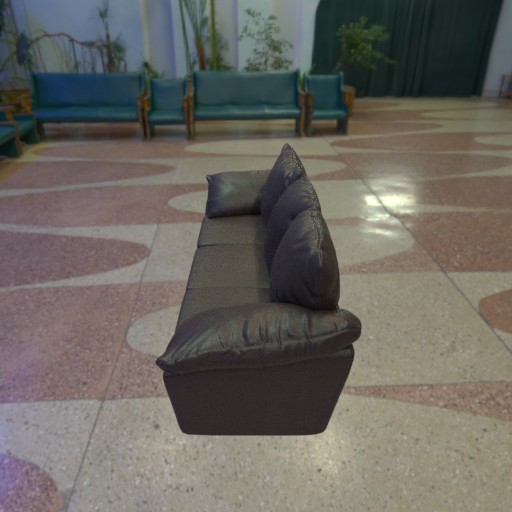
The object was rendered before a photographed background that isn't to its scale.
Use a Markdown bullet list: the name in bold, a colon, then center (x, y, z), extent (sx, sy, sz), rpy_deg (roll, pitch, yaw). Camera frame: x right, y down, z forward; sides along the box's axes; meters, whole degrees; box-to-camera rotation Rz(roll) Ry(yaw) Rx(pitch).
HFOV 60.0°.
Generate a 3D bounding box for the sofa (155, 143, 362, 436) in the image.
- **sofa**: center (0.000, 0.000, 2.944), extent (0.907, 1.091, 2.390), rpy_deg (0, 28, 0)
